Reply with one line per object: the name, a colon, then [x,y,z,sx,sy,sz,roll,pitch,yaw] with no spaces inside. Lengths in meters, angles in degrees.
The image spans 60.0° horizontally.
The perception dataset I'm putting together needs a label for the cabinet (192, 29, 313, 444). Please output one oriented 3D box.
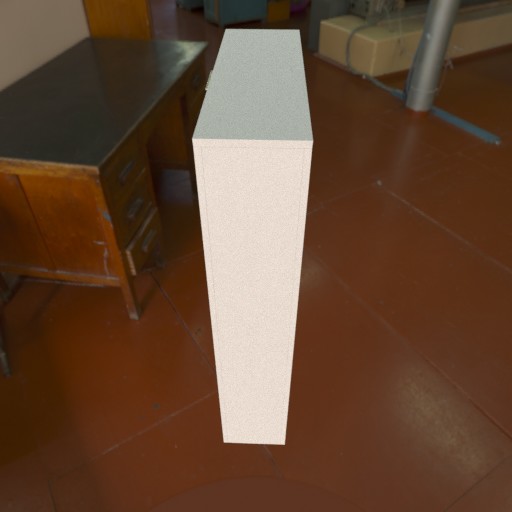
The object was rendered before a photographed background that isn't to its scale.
cabinet: [0.000,0.000,1.569,0.250,1.280,0.750,1,42,2]
